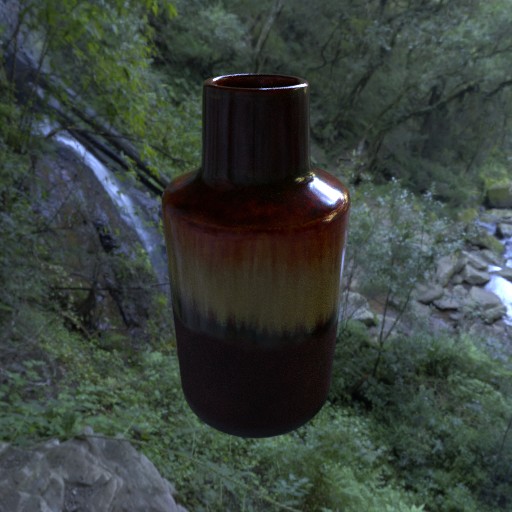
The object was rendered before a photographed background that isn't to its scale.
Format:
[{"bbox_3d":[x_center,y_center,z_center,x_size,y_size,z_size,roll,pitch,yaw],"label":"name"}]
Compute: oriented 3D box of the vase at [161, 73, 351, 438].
[{"bbox_3d":[0.000,0.000,0.274,0.108,0.204,0.108,0,30,0],"label":"vase"}]
